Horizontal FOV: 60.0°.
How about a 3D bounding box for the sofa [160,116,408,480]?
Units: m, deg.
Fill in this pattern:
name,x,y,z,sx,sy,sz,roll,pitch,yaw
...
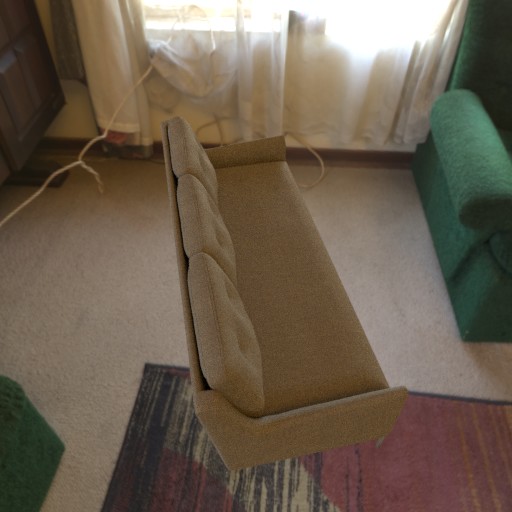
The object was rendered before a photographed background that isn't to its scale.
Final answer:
name,x,y,z,sx,sy,sz,roll,pitch,yaw
sofa,0.000,0.000,2.491,0.849,0.837,2.060,-9,46,-8
